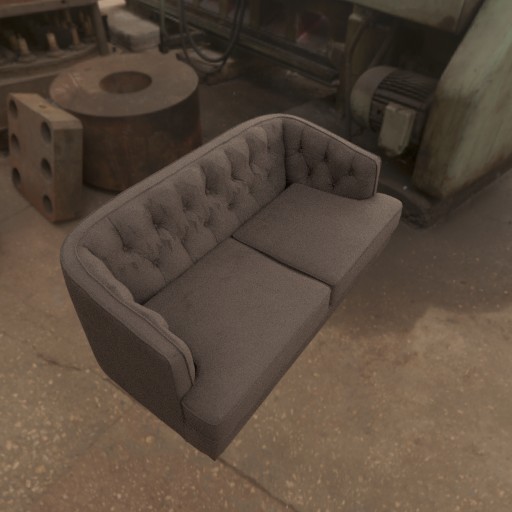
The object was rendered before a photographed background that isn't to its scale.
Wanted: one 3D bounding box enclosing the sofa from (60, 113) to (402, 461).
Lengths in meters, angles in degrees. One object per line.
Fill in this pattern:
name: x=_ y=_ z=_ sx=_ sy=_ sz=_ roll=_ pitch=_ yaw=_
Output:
sofa: x=0.000 y=0.000 z=2.299 sx=0.941 sy=0.855 sz=1.733 roll=26 pitch=48 yaw=26
